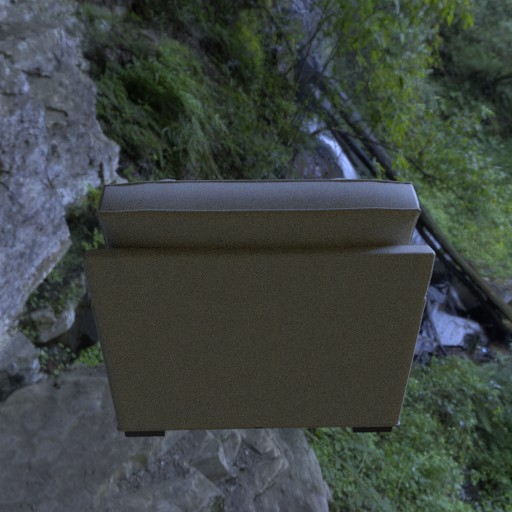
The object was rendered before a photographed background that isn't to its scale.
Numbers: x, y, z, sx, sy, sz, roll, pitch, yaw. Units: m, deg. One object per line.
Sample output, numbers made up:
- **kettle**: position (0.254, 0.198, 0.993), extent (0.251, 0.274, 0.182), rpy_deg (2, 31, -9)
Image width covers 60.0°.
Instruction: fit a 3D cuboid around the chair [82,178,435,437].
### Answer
- **chair**: position (0.000, 0.000, 1.813), extent (0.998, 0.913, 1.043), rpy_deg (-1, 29, -1)
